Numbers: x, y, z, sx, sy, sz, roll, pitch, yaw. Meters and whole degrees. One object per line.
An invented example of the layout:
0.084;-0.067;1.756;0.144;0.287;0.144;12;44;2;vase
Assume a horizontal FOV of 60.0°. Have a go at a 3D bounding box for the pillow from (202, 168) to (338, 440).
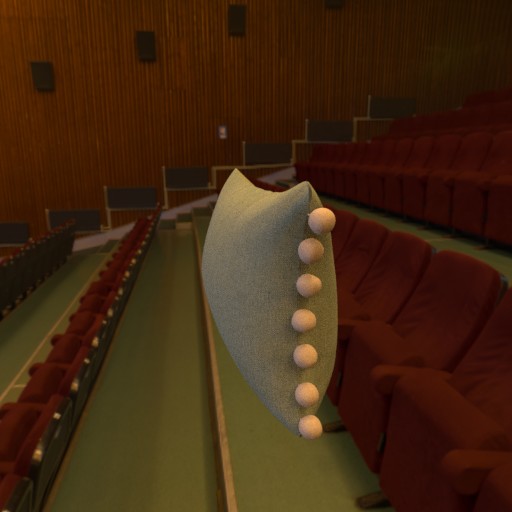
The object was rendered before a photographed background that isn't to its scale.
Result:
0.000;0.000;0.829;0.201;0.322;0.709;-2;14;-9;pillow
